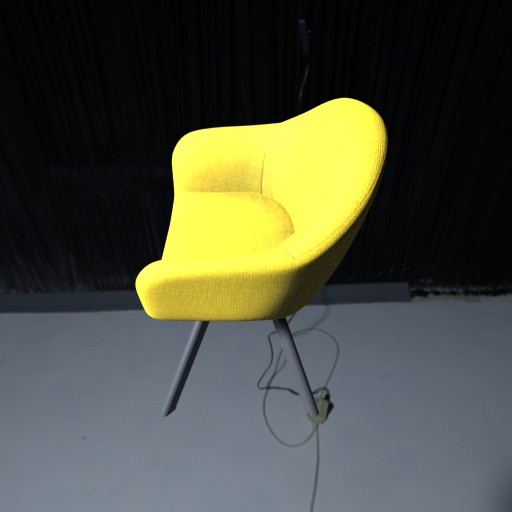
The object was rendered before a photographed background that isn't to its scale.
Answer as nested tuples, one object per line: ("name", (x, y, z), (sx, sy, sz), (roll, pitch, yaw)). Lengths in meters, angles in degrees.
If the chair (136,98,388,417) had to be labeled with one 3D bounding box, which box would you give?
("chair", (0.000, 0.000, 1.193), (0.550, 0.795, 0.590), (0, 41, 0))
